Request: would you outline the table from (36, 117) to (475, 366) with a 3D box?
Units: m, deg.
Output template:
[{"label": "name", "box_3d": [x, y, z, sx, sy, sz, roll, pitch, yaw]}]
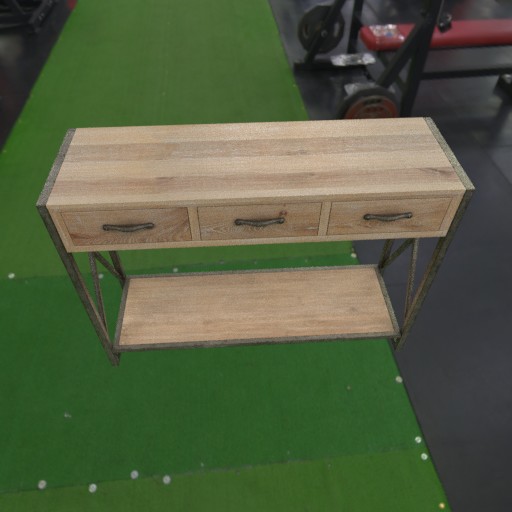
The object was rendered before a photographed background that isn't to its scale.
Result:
[{"label": "table", "box_3d": [0.000, 0.000, 1.453, 1.059, 0.763, 0.361, -2, 47, -2]}]
